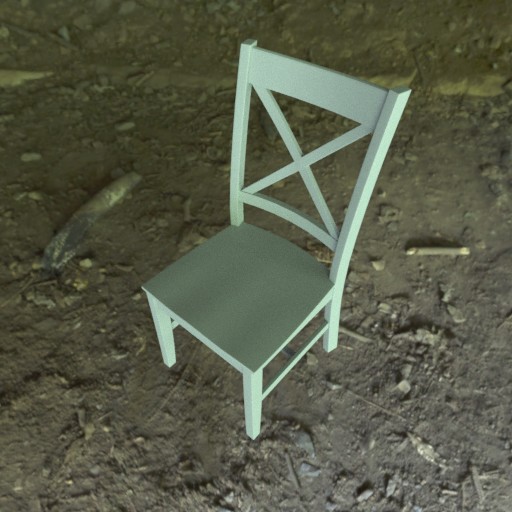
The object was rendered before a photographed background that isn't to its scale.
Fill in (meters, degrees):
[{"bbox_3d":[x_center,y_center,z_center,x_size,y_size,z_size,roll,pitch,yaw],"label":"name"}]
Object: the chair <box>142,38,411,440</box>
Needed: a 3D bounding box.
[{"bbox_3d":[0.000,0.000,1.307,0.485,0.983,0.542,31,53,28],"label":"chair"}]
